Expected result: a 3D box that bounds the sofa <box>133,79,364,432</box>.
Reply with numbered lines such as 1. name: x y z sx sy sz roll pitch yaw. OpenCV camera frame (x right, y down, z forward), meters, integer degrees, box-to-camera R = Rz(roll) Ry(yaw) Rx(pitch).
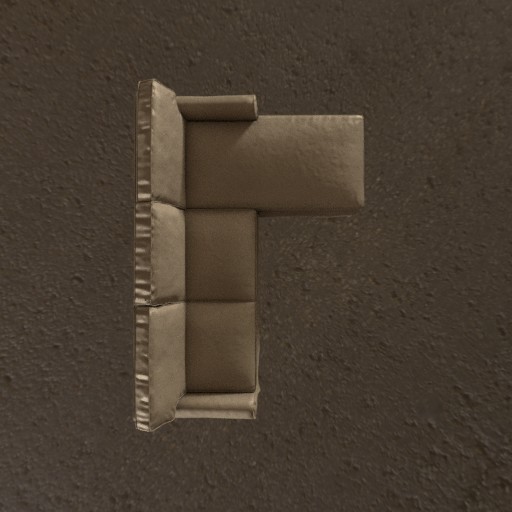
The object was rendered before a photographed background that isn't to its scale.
1. sofa: 0.000 0.000 3.445 1.733 0.978 2.475 0 89 1
